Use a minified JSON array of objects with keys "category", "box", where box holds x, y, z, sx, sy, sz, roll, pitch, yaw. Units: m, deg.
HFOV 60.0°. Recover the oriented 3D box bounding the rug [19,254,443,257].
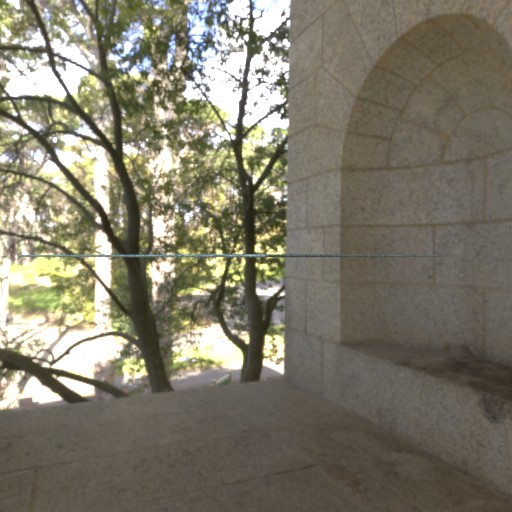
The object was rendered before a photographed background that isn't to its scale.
[{"category":"rug","box":[0.000,0.000,4.002,2.441,0.016,3.050,0,0,37]}]
